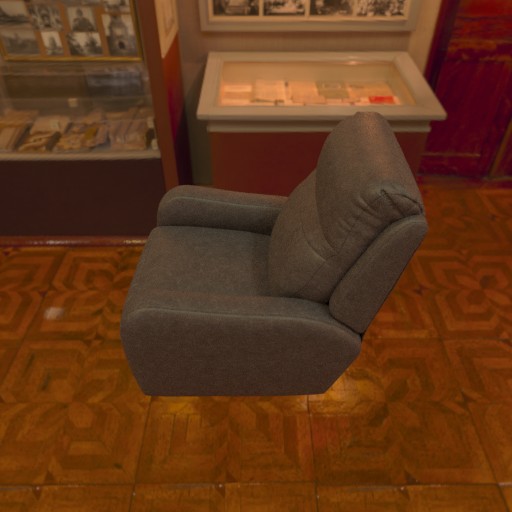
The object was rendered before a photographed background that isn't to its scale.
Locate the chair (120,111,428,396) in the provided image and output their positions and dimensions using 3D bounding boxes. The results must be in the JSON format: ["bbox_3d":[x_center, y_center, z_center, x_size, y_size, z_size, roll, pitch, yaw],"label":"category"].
[{"bbox_3d":[0.000,0.000,1.863,1.067,1.067,0.865,1,41,1],"label":"chair"}]
